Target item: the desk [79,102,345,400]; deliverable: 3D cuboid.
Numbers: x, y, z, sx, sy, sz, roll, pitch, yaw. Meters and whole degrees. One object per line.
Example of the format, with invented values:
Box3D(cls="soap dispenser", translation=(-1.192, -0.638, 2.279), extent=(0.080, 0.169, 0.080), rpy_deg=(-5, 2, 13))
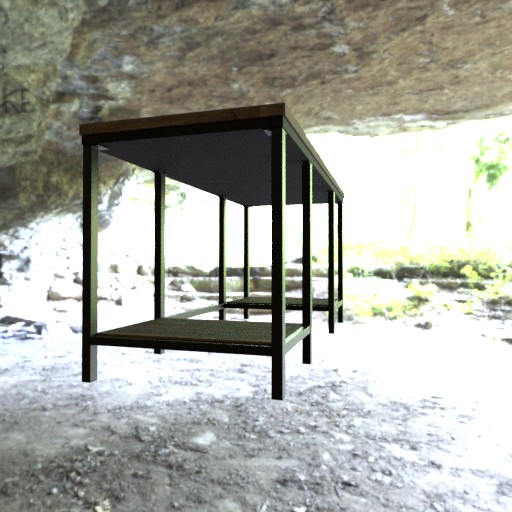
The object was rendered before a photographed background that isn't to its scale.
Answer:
Box3D(cls="desk", translation=(0.000, 0.000, 1.941), extent=(0.617, 0.753, 1.538), rpy_deg=(0, -1, 17))
